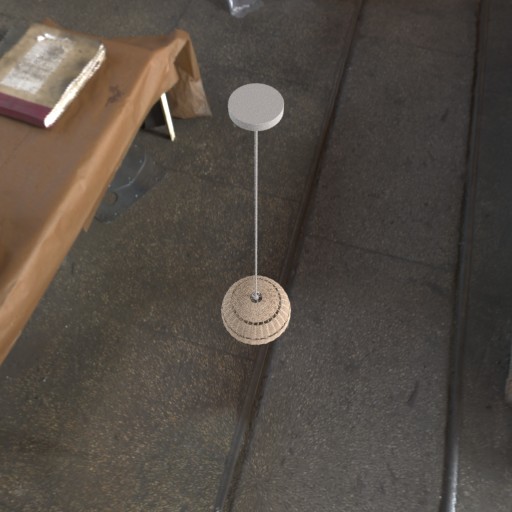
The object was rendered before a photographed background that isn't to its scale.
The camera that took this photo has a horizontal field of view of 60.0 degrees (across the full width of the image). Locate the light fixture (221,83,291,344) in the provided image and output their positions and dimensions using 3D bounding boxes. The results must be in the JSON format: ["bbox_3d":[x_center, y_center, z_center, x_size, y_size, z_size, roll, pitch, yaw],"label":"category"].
[{"bbox_3d":[0.000,0.000,2.227,0.457,2.019,0.457,-16,64,-8],"label":"light fixture"}]
